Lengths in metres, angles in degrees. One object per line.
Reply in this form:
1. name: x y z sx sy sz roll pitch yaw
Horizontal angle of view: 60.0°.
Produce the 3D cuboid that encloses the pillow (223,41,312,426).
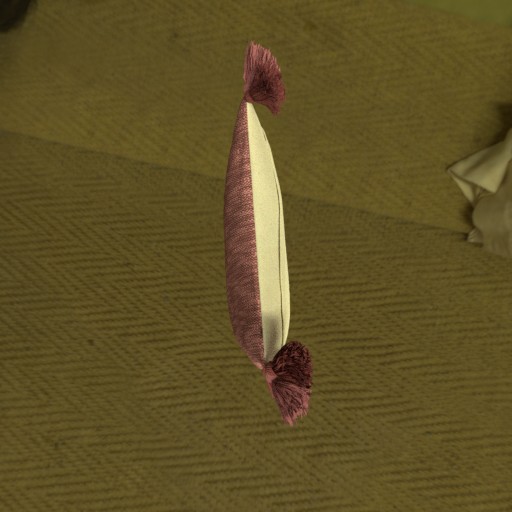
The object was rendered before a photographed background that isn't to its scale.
1. pillow: 0.000 0.000 0.958 0.138 0.659 0.641 -4 77 -1
